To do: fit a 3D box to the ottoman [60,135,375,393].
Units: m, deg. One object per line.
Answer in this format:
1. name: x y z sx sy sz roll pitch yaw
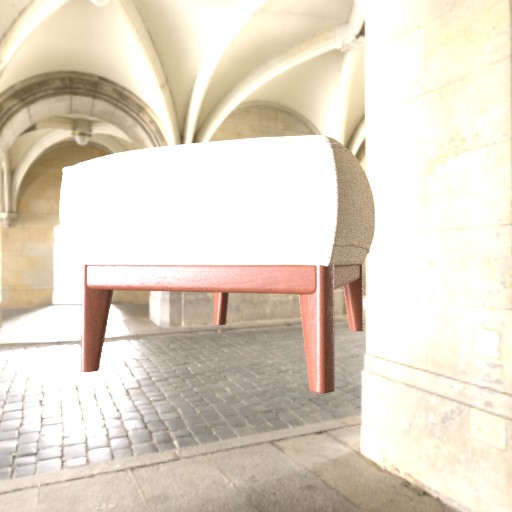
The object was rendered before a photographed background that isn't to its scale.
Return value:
1. ottoman: 0.000 0.000 1.152 0.594 0.465 0.794 0 -1 17
